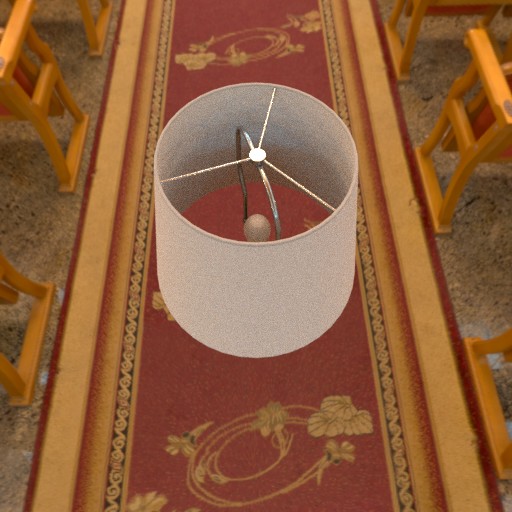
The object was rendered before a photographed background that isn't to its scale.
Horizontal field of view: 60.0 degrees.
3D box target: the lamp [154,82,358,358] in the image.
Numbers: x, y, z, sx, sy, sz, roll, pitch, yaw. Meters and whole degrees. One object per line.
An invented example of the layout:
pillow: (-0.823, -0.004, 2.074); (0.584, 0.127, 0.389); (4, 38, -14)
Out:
lamp: (0.000, 0.000, 0.564); (0.254, 0.392, 0.254); (0, 63, 0)
